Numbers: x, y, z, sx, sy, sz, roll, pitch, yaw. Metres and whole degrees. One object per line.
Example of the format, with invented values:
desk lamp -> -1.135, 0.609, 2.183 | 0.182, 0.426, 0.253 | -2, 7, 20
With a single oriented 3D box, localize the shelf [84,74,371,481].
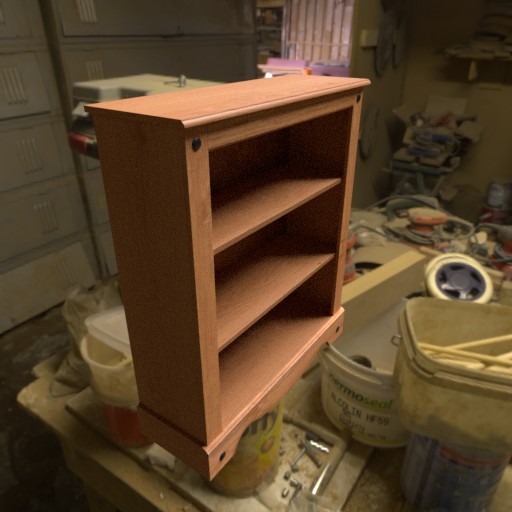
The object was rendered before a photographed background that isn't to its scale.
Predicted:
shelf -> 0.000, 0.000, 1.385 | 0.291, 0.980, 0.840 | 18, 32, 31
